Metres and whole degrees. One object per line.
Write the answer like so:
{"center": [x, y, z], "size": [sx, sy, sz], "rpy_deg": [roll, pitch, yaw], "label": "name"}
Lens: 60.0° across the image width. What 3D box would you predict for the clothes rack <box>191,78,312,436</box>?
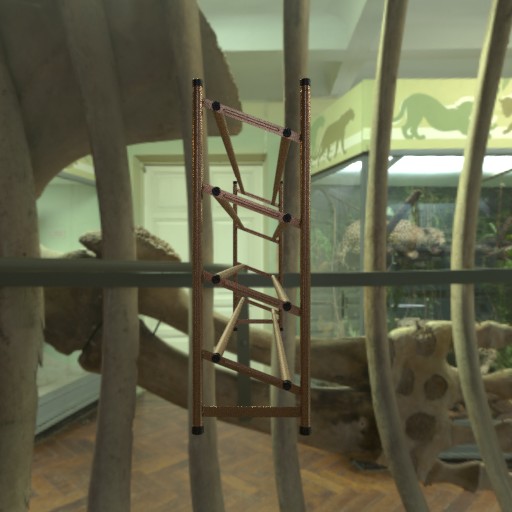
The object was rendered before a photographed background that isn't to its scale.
{"center": [0.000, 0.000, 1.415], "size": [0.229, 0.672, 1.168], "rpy_deg": [0, 0, 1], "label": "clothes rack"}
